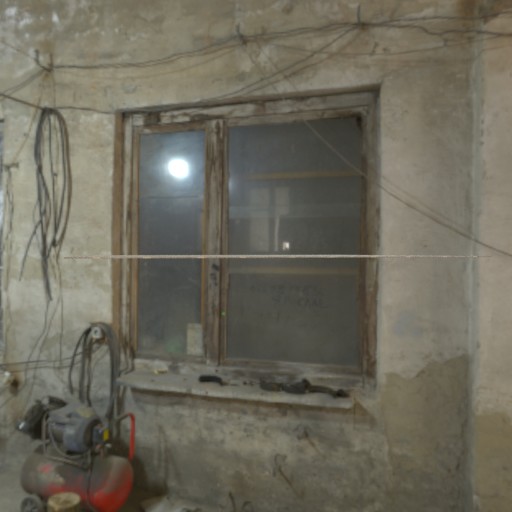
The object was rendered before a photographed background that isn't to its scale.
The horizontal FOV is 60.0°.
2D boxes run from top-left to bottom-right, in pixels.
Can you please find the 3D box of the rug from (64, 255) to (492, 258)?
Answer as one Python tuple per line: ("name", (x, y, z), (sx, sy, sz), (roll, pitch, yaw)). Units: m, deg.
("rug", (0.000, 0.000, 3.887), (2.892, 0.006, 2.283), (0, 0, -18))
